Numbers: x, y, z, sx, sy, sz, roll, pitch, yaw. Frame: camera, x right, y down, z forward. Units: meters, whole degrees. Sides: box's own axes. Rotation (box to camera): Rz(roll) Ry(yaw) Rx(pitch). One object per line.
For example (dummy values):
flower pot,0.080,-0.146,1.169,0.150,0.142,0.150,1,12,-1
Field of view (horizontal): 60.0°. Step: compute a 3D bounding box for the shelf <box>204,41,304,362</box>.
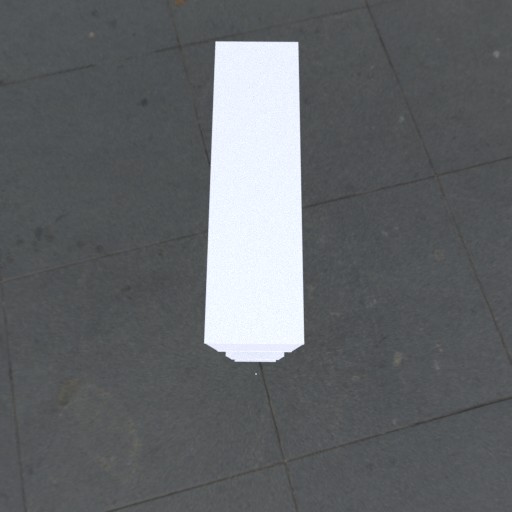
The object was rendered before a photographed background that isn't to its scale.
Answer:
shelf,0.000,0.000,2.011,0.250,1.650,0.890,0,75,0
